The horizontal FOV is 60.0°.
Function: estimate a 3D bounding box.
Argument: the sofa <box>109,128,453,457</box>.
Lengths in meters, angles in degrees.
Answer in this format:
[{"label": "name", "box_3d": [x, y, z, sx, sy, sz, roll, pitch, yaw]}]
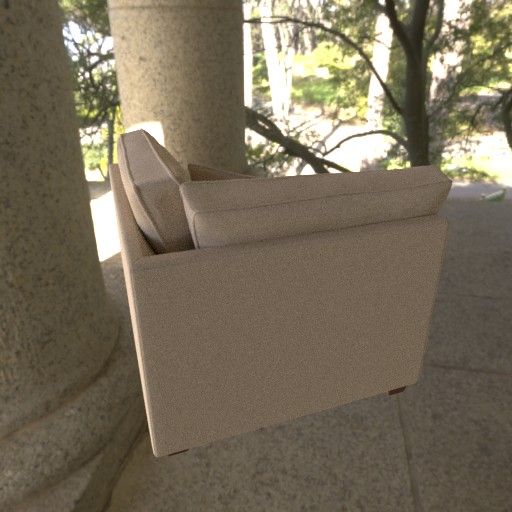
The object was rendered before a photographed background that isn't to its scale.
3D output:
[{"label": "sofa", "box_3d": [0.000, 0.000, 1.837, 1.050, 0.937, 1.042, -9, 27, -17]}]
